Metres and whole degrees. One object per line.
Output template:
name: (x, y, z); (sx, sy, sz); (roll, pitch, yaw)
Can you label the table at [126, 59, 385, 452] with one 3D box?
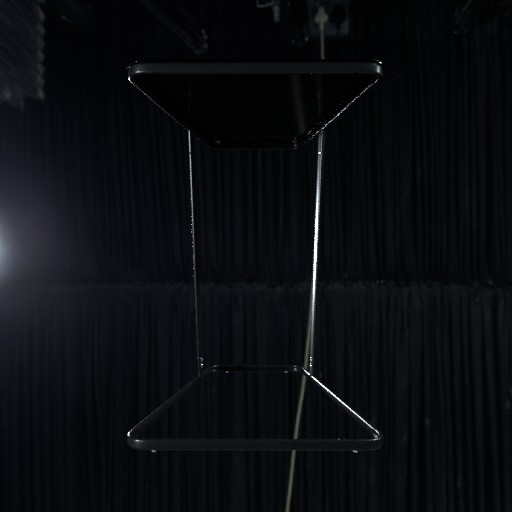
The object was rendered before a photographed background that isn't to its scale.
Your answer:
table: (0.000, 0.000, 0.952); (0.427, 0.624, 0.500); (0, 0, 0)
